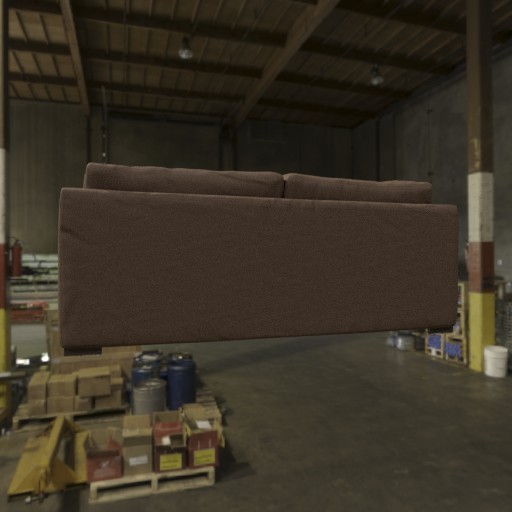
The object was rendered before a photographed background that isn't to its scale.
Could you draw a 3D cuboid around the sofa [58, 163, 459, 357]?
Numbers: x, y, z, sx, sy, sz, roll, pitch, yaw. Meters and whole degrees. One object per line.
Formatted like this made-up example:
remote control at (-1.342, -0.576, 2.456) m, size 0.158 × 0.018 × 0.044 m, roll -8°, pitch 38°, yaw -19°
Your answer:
sofa at (0.000, 0.000, 2.892) m, size 2.274 × 0.950 × 1.140 m, roll 0°, pitch 0°, yaw -18°
